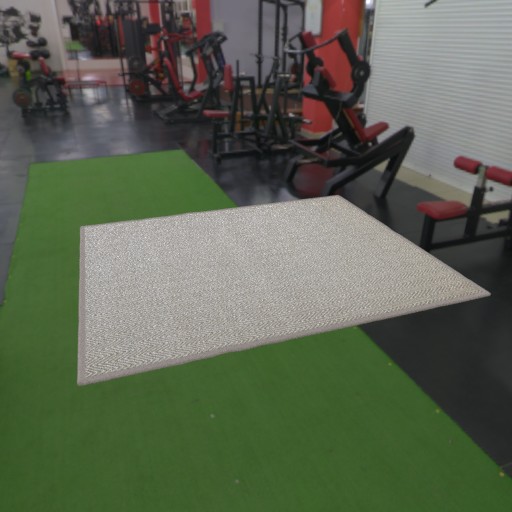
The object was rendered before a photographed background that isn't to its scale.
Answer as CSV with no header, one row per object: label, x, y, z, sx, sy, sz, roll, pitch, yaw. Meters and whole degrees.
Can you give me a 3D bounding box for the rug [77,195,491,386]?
rug,0.000,0.000,4.000,3.007,0.032,2.434,-9,28,-17
